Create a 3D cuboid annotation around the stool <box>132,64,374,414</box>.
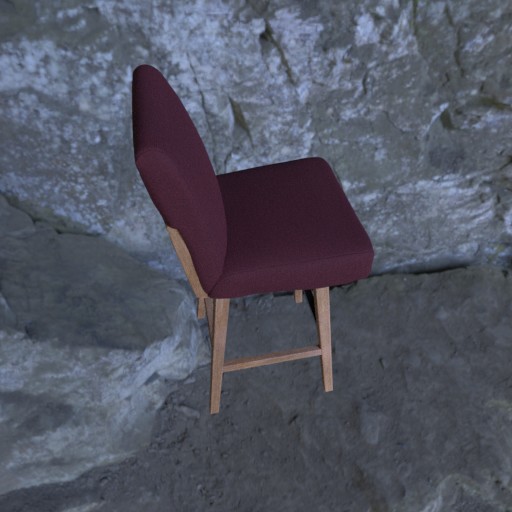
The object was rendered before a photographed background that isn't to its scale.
[{"bbox_3d":[0.000,0.000,1.389,0.562,1.093,0.468,-8,47,-8],"label":"stool"}]
